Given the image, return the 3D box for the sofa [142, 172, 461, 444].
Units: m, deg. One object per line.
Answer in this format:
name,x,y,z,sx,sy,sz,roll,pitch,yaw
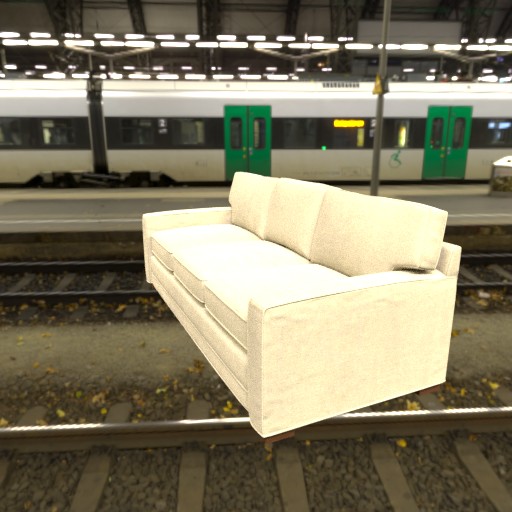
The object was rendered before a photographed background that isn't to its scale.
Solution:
sofa,0.000,0.000,2.625,0.936,0.862,2.093,-7,17,-24
